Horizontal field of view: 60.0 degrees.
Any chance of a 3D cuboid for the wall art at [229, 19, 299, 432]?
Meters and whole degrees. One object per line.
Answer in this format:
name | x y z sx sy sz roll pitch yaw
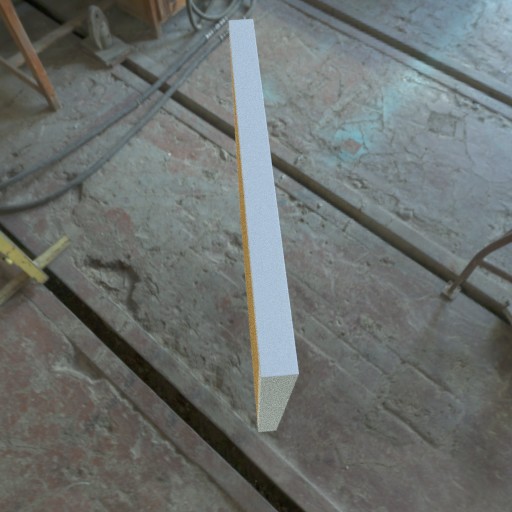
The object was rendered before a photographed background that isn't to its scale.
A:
wall art | 0.000 0.000 0.750 0.035 0.507 0.508 -4 63 -2
